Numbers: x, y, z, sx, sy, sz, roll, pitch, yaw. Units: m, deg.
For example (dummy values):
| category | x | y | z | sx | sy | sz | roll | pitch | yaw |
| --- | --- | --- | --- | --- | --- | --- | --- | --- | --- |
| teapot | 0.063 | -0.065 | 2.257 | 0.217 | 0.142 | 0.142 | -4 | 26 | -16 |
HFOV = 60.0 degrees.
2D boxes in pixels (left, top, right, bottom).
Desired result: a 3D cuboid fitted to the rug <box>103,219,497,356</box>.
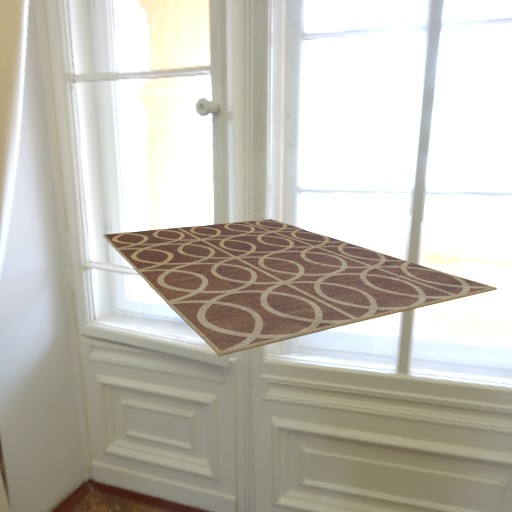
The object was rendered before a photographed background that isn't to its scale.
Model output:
| category | x | y | z | sx | sy | sz | roll | pitch | yaw |
| --- | --- | --- | --- | --- | --- | --- | --- | --- | --- |
| rug | 0.000 | 0.000 | 2.853 | 1.528 | 0.014 | 2.294 | -8 | 16 | -27 |
